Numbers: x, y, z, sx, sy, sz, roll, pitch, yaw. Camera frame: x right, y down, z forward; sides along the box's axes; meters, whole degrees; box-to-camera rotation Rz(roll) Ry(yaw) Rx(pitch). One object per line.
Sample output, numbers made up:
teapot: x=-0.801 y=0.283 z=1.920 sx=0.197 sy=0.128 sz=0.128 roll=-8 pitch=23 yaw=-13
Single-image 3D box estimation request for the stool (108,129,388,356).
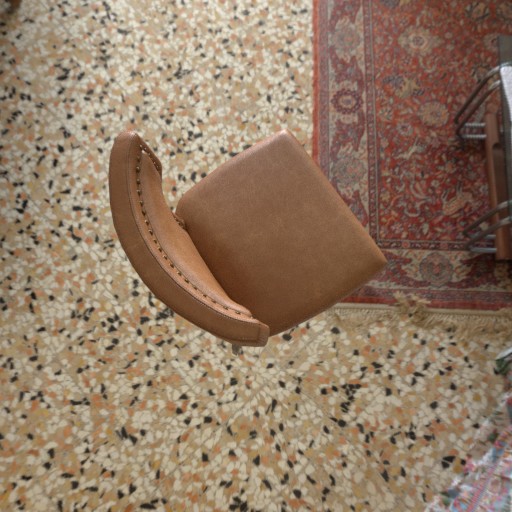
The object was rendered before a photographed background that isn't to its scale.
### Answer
stool: x=0.000 y=0.000 z=1.383 sx=0.563 sy=1.092 sz=0.526 roll=-32 pitch=78 yaw=-8
